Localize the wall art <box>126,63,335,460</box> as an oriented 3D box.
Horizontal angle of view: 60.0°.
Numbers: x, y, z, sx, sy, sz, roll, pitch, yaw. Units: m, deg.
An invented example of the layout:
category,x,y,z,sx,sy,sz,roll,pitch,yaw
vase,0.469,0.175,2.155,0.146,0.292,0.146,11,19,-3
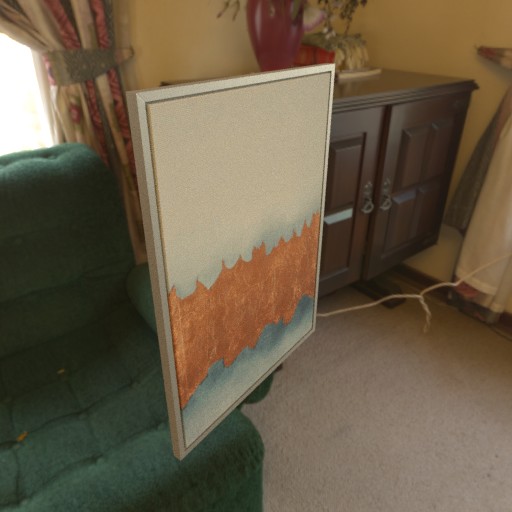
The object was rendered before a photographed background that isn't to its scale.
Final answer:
category,x,y,z,sx,sy,sz,roll,pitch,yaw
wall art,0.000,0.000,1.367,0.034,1.042,0.789,19,34,32
